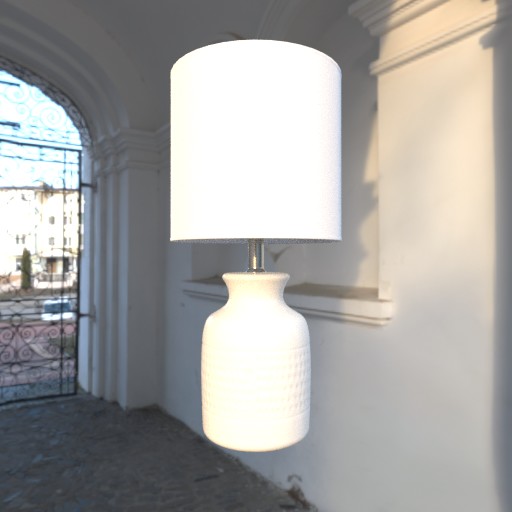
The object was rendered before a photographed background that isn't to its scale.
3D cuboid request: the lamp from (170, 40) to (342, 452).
[{"bbox_3d":[0.000,0.000,0.496,0.188,0.392,0.188,0,0,-17],"label":"lamp"}]
